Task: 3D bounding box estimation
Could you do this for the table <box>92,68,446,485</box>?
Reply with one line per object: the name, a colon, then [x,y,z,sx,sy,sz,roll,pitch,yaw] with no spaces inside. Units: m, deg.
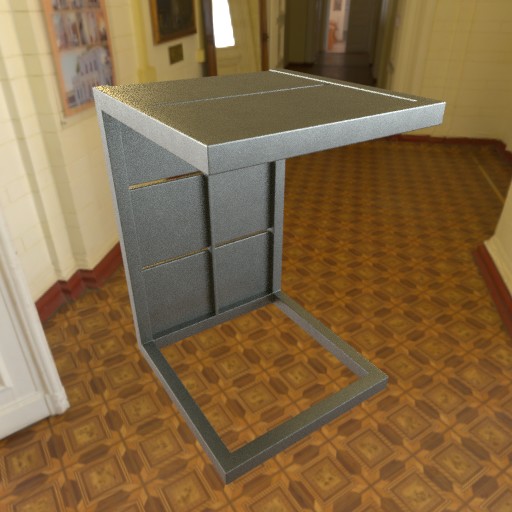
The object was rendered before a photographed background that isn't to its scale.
table: [0.000,0.000,0.870,0.405,0.609,0.420,-19,35,-29]
